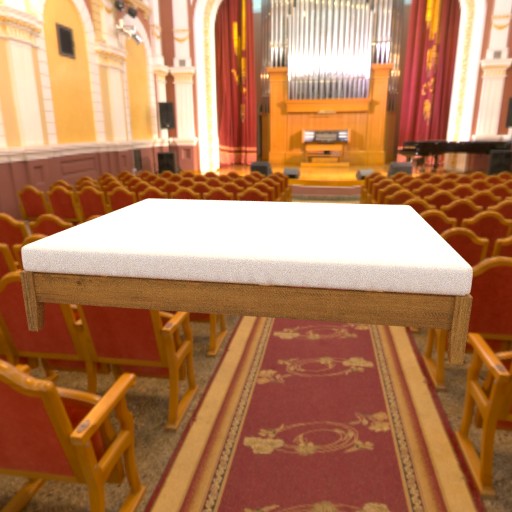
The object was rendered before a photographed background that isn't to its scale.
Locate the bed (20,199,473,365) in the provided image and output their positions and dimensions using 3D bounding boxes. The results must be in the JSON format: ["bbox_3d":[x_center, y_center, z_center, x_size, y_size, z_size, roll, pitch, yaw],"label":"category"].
[{"bbox_3d":[0.000,0.000,2.683,2.016,0.431,1.536,3,16,9],"label":"bed"}]
